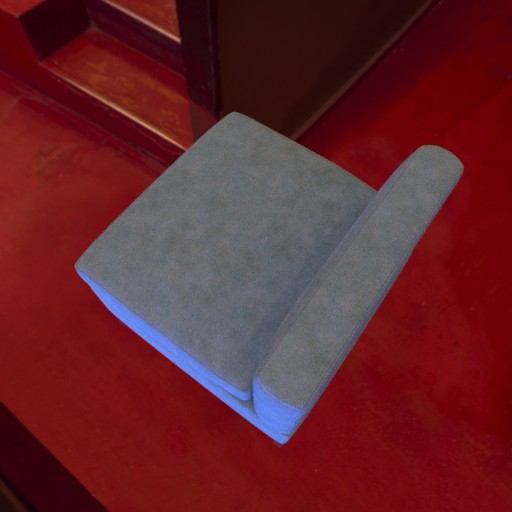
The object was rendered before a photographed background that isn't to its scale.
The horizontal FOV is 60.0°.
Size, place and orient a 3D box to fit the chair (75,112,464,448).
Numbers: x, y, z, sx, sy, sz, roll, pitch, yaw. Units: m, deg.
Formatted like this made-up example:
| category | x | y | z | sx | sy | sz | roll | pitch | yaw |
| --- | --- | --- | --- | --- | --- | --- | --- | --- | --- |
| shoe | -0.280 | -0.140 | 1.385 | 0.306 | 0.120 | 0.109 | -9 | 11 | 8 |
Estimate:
| category | x | y | z | sx | sy | sz | roll | pitch | yaw |
| --- | --- | --- | --- | --- | --- | --- | --- | --- | --- |
| chair | 0.000 | 0.000 | 1.209 | 0.685 | 0.660 | 0.684 | 33 | 67 | 16 |
